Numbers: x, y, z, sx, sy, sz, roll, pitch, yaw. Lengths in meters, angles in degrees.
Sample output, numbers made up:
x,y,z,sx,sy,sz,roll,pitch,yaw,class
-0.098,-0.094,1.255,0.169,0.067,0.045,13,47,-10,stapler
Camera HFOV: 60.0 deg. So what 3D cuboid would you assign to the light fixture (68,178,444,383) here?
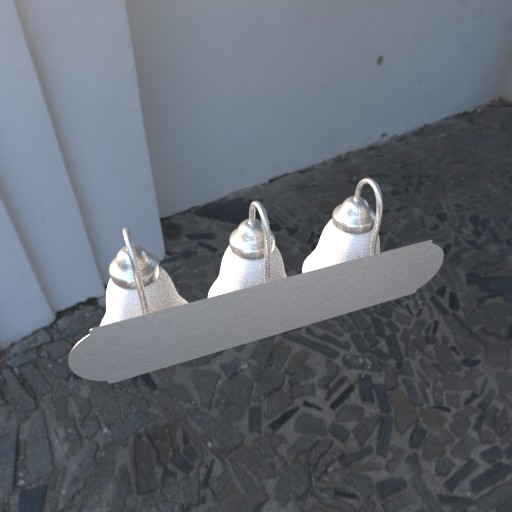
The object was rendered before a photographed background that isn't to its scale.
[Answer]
x,y,z,sx,sy,sz,roll,pitch,yaw,class
0.000,0.000,0.732,0.610,0.222,0.199,-14,42,-16,light fixture
